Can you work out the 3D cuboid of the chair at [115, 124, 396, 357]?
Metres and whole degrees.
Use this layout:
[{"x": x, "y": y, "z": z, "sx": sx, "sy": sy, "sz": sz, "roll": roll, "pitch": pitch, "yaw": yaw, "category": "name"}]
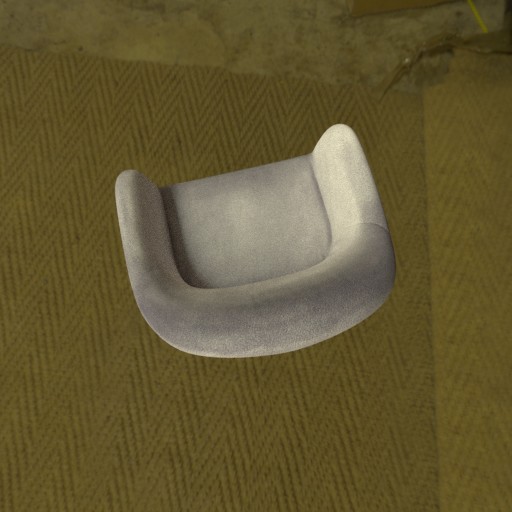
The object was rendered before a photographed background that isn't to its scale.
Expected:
[{"x": 0.000, "y": 0.000, "z": 1.158, "sx": 0.570, "sy": 0.780, "sz": 0.540, "roll": -13, "pitch": 75, "yaw": -4, "category": "chair"}]
